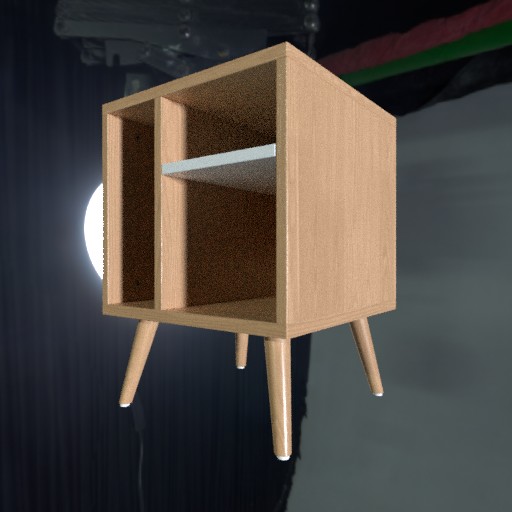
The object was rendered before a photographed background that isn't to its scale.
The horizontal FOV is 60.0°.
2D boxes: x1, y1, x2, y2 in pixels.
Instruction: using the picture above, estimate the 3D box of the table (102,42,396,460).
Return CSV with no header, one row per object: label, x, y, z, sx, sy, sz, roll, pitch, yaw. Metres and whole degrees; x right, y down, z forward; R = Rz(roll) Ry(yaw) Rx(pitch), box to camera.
table,0.000,0.000,0.846,0.400,0.550,0.400,0,0,37
